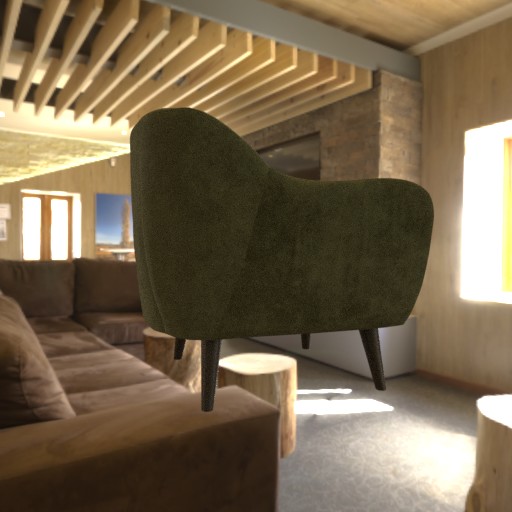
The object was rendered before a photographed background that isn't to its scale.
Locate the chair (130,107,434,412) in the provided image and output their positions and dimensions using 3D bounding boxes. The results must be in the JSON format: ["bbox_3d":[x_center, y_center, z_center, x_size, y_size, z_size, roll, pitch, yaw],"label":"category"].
[{"bbox_3d":[0.000,0.000,1.507,0.819,0.804,0.840,-1,2,-18],"label":"chair"}]
